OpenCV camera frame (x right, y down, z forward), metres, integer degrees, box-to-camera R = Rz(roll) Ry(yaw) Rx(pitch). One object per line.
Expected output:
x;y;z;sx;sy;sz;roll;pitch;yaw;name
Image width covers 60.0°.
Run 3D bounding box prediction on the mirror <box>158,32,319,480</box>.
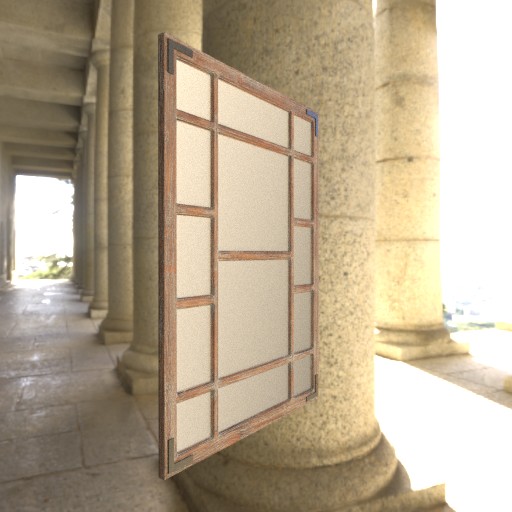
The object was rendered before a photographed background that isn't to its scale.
0.000;0.000;1.271;0.025;0.996;0.705;0;0;37;mirror
